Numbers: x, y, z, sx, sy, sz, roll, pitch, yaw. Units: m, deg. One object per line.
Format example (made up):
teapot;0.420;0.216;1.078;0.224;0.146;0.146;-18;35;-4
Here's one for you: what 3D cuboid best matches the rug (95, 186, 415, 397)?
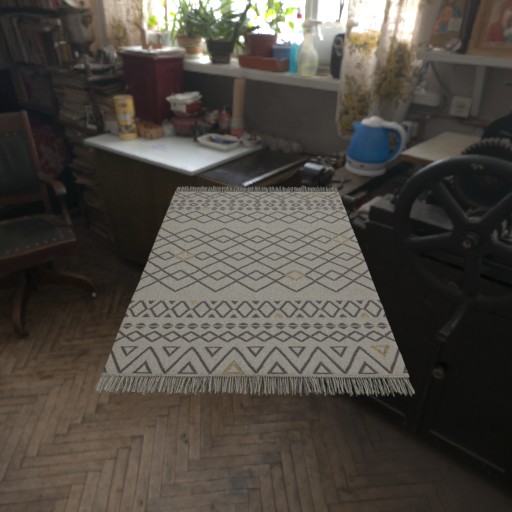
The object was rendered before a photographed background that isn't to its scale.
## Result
rug;0.000;0.000;3.095;1.495;0.035;2.472;0;31;0
